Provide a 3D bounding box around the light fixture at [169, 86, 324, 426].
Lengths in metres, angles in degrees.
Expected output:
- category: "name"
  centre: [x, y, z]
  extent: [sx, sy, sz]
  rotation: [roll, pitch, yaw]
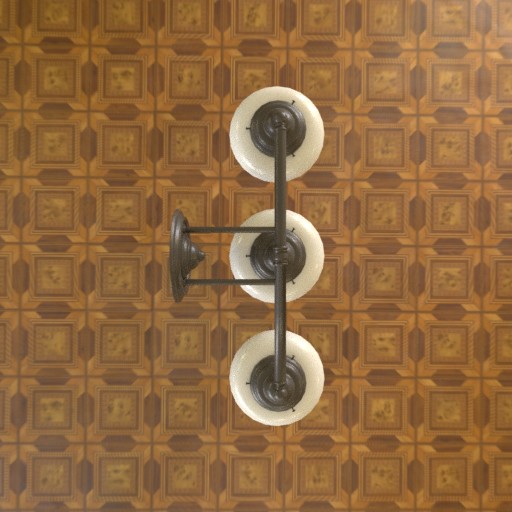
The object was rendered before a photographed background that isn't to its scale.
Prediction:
- category: "light fixture"
  centre: [0.000, 0.000, 0.727]
  extent: [0.239, 0.242, 0.587]
  rotation: [0, 90, -1]
